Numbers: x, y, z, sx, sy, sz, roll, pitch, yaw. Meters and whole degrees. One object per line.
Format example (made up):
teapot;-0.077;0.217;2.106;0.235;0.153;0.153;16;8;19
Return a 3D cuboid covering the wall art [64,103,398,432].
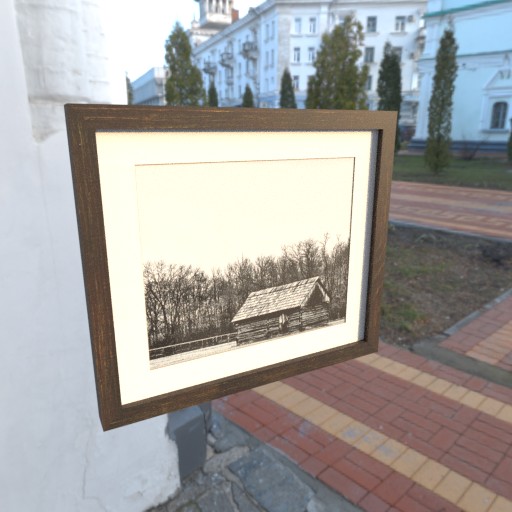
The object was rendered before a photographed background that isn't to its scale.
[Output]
wall art;0.000;0.000;0.523;0.381;0.330;0.031;-8;18;-26
